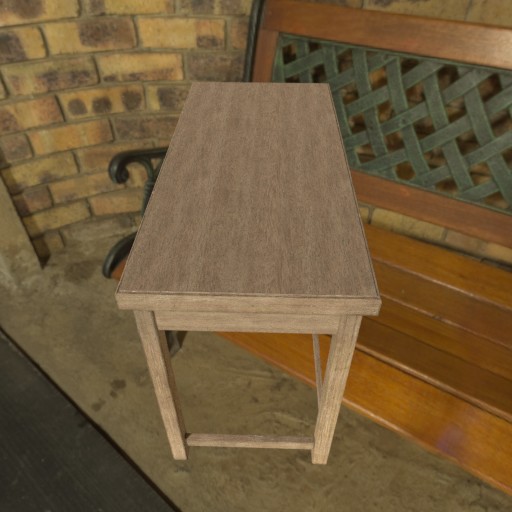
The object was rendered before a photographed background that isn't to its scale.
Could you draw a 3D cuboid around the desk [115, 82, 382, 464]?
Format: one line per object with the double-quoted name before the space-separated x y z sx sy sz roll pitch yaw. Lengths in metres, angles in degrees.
"desk" 0.000 0.000 1.784 0.610 0.912 1.289 1 42 1
